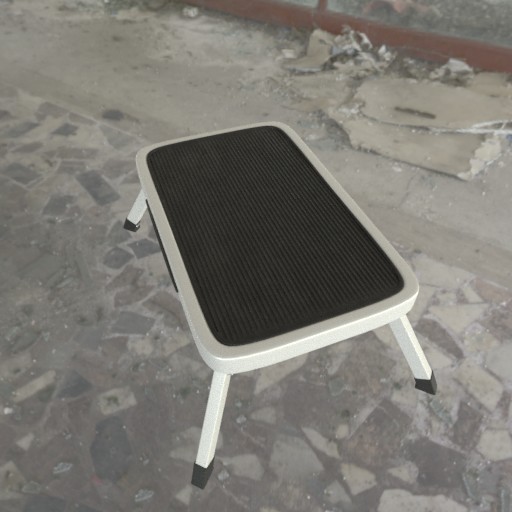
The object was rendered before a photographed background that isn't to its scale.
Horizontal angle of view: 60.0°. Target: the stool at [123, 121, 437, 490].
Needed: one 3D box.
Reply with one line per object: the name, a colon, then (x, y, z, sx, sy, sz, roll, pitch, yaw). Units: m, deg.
stool: (0.000, 0.000, 0.602, 0.320, 0.170, 0.460, -16, 48, -15)
